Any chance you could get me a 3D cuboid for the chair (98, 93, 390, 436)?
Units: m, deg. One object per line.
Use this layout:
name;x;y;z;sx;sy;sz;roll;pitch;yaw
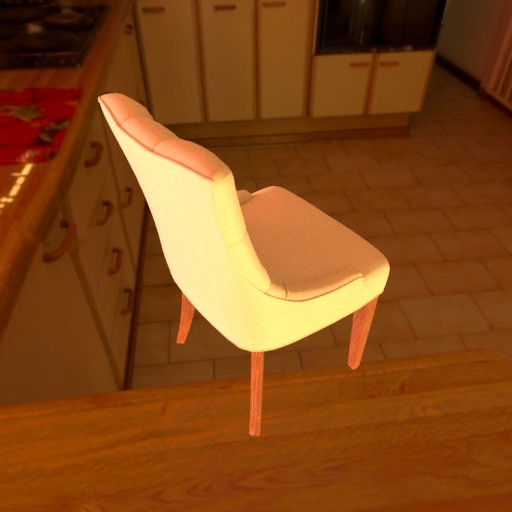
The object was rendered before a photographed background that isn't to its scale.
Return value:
chair;0.000;0.000;1.195;0.565;0.874;0.509;-27;47;-28
